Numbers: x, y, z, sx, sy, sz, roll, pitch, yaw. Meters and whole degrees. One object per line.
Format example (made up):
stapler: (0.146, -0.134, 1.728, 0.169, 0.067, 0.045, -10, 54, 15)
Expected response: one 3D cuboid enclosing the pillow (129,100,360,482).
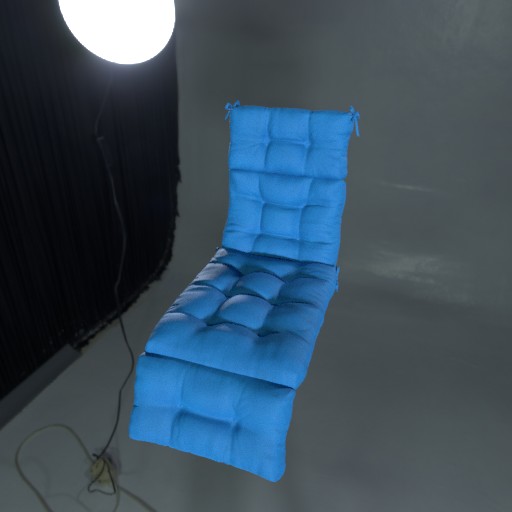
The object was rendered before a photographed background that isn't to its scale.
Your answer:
pillow: (0.000, 0.000, 1.496, 0.526, 0.863, 1.016, 9, 29, 16)
